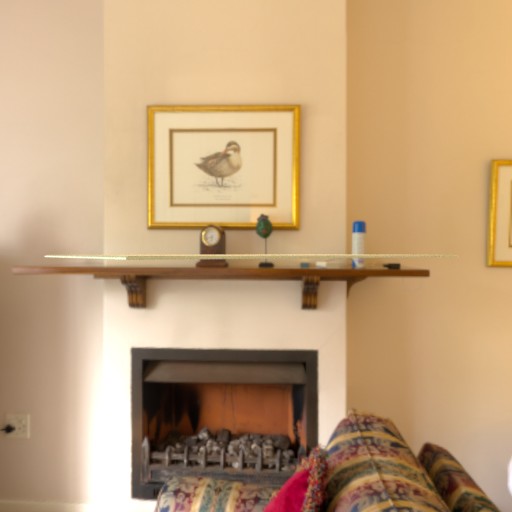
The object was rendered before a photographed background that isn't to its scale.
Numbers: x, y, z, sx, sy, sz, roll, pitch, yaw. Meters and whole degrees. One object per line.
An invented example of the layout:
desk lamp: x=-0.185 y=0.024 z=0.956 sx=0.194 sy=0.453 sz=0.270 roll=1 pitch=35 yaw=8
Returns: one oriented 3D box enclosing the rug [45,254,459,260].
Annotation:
rug: x=0.000 y=0.000 z=3.514 sx=2.746 sy=0.018 sz=1.819 roll=0 pitch=0 yaw=-36
